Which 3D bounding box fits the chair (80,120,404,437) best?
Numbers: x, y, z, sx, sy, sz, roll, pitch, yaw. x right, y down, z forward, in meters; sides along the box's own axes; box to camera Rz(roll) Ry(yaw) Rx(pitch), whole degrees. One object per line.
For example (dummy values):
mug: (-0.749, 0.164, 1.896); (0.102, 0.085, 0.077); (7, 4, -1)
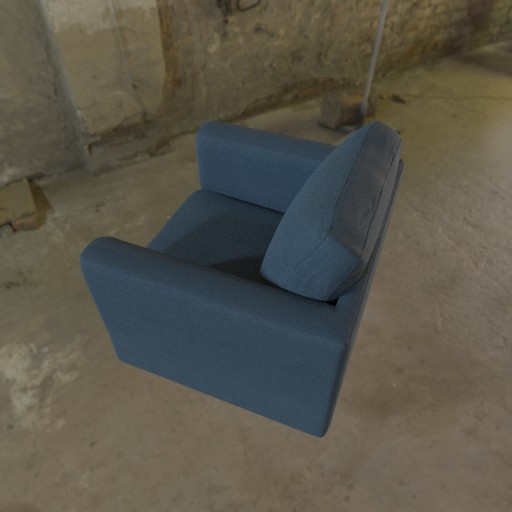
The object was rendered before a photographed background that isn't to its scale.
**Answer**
chair: (0.000, 0.000, 1.582); (0.820, 0.922, 0.855); (16, 49, 15)
